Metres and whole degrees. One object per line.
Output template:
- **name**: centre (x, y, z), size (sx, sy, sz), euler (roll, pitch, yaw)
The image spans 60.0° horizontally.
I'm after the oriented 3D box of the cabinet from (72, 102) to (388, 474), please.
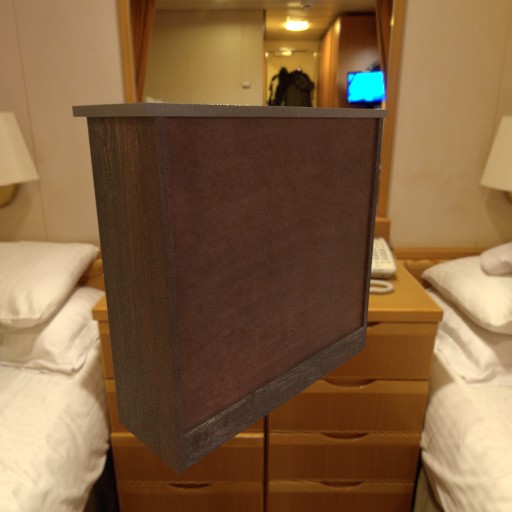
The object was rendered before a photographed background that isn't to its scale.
- **cabinet**: centre (0.000, 0.000, 1.451), size (0.338, 0.919, 0.968), euler (16, 23, 42)
